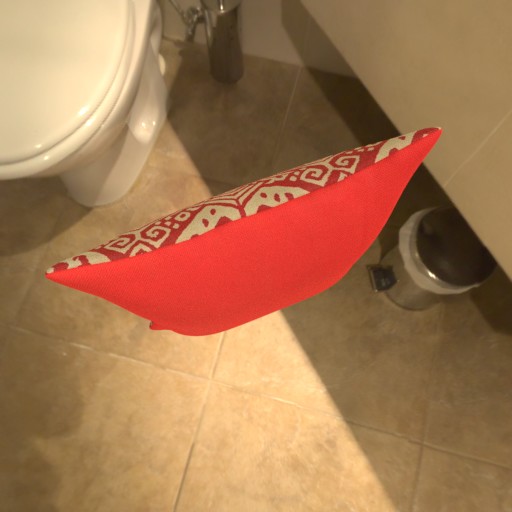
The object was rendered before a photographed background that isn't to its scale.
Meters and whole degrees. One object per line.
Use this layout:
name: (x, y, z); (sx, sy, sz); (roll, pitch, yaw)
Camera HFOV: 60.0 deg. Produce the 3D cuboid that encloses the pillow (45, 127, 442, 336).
pillow: (0.000, 0.000, 0.777); (0.522, 0.507, 0.192); (-21, 75, -6)
